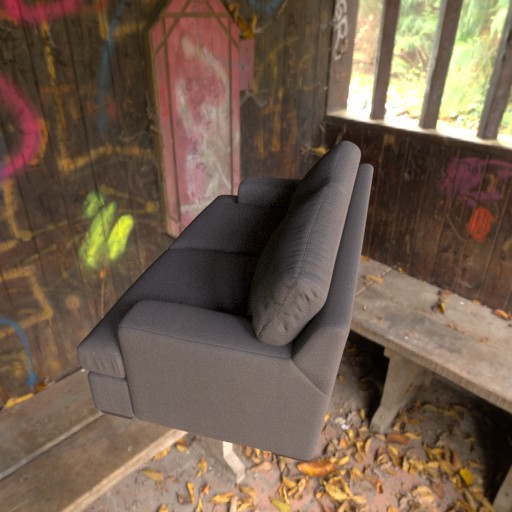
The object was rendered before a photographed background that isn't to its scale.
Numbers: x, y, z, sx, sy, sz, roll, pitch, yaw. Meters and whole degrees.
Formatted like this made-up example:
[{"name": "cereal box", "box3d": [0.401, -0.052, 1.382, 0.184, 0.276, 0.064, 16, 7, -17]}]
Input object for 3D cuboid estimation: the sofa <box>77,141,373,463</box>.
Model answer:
[{"name": "sofa", "box3d": [0.000, 0.000, 2.499, 1.143, 0.940, 1.880, 8, 31, 13]}]
